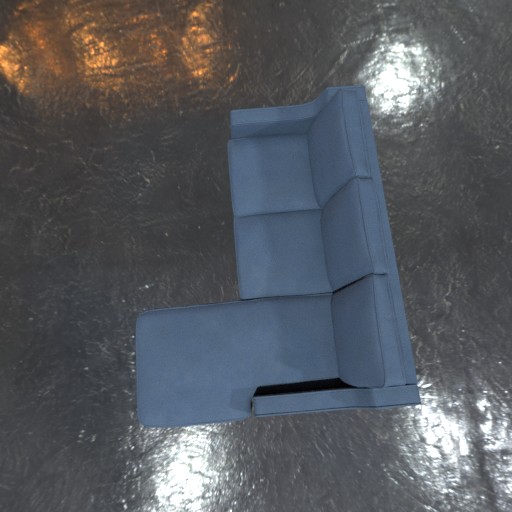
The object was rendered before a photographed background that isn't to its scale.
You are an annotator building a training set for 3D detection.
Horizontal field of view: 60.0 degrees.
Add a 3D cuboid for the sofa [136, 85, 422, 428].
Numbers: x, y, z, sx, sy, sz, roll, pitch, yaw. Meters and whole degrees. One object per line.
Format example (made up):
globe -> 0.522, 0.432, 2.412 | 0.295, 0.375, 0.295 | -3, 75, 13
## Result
sofa -> 0.000, 0.000, 3.326 | 1.858, 1.066, 2.317 | -5, 75, -1
